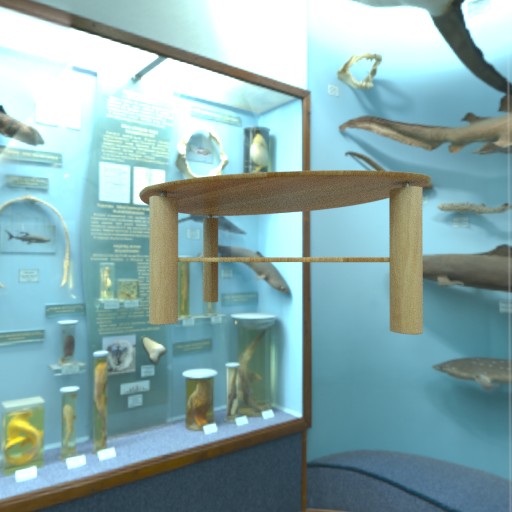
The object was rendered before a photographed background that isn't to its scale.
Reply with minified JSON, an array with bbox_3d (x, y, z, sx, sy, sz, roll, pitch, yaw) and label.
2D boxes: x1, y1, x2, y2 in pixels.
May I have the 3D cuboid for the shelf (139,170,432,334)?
[{"bbox_3d":[0.000,0.000,1.647,0.845,0.440,1.246,0,-1,-35],"label":"shelf"}]
